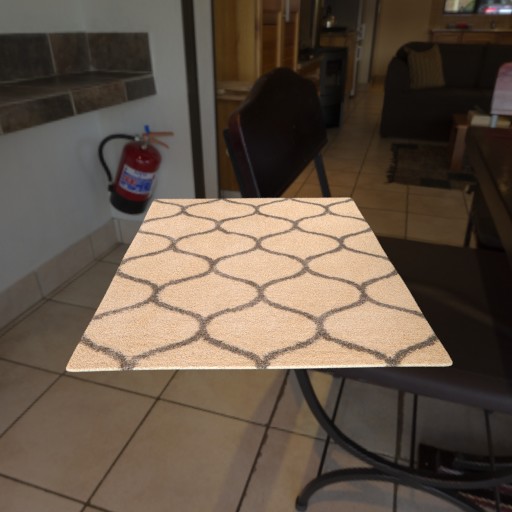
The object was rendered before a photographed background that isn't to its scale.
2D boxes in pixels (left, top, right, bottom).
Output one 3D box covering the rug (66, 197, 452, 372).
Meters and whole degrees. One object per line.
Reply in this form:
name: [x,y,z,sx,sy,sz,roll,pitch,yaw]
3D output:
rug: [0.000,0.000,4.051,2.399,0.026,3.000,-1,27,-1]
